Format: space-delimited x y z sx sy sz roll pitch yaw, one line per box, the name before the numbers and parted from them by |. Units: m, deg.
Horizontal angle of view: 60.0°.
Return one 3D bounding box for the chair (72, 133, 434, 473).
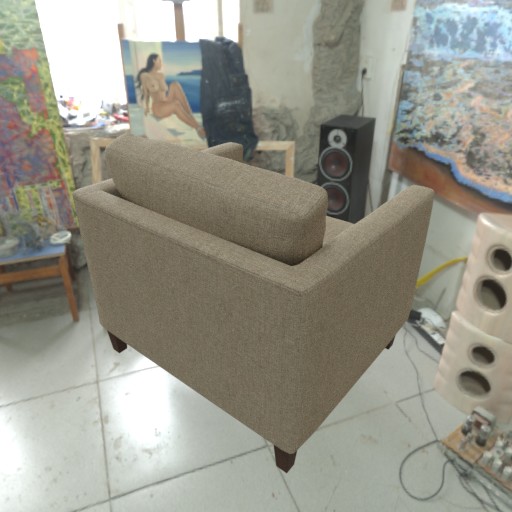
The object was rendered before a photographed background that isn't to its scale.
chair | 0.000 0.000 1.851 1.107 0.987 0.959 22 36 33
